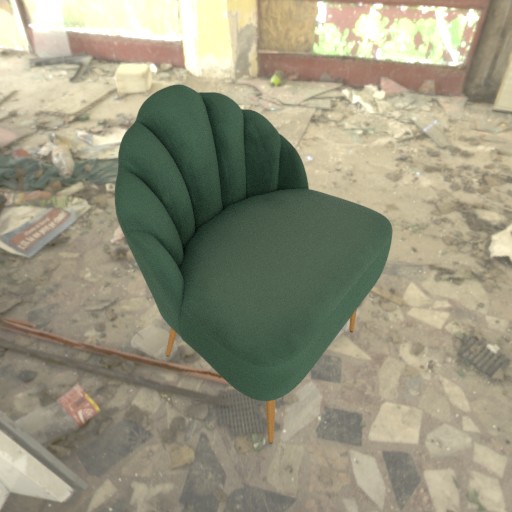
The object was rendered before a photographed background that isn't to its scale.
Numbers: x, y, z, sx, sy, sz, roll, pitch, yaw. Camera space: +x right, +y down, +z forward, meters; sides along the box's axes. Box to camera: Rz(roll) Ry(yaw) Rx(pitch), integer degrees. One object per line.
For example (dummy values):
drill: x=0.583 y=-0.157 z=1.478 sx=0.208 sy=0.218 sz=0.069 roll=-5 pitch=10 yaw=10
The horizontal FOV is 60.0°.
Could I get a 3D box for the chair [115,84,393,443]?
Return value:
chair: x=0.000 y=0.000 z=1.251 sx=0.599 sy=0.819 sz=0.657 roll=26 pitch=48 yaw=26
